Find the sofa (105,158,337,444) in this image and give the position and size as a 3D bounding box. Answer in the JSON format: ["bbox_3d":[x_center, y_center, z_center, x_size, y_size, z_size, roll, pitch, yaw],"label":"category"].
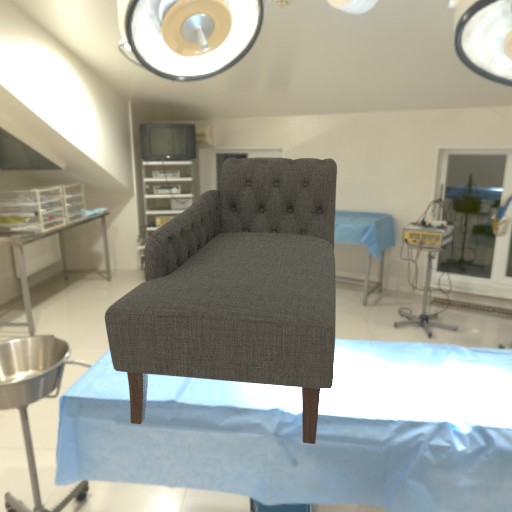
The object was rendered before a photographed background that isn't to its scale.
[{"bbox_3d":[0.000,0.000,1.882,0.675,0.787,1.379,2,14,10],"label":"sofa"}]
